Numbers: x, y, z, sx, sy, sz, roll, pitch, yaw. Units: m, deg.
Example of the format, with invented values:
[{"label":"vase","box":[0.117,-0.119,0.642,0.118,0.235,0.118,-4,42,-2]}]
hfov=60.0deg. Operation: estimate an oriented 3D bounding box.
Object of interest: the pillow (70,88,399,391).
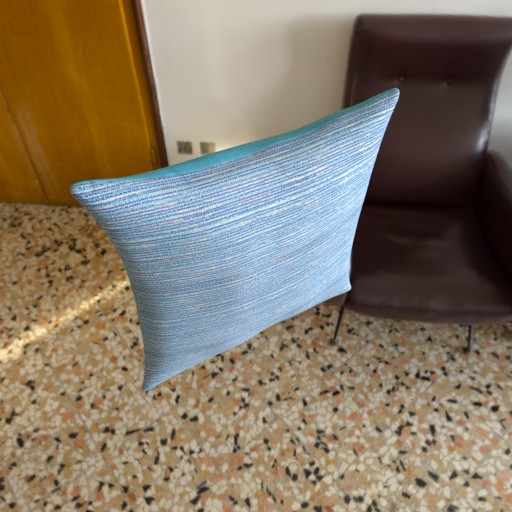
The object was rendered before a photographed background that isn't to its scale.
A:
[{"label":"pillow","box":[0.000,0.000,0.778,0.514,0.497,0.150,-23,51,-20]}]
